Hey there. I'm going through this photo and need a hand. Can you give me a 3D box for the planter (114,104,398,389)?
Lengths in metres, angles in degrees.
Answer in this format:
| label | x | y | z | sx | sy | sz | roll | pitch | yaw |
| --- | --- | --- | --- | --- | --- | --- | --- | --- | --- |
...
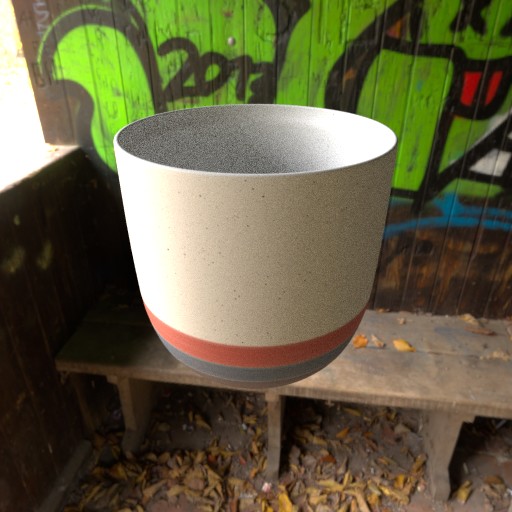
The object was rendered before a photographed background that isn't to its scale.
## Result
| label | x | y | z | sx | sy | sz | roll | pitch | yaw |
| --- | --- | --- | --- | --- | --- | --- | --- | --- | --- |
| planter | 0.000 | 0.000 | 0.381 | 0.204 | 0.214 | 0.204 | 0 | 29 | 0 |
